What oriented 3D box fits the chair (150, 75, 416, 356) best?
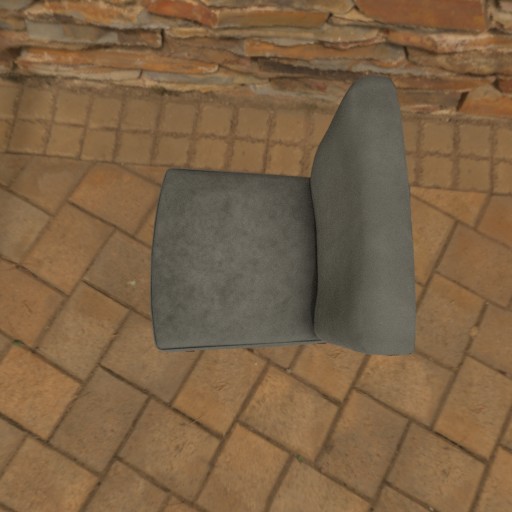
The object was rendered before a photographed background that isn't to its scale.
[{"bbox_3d":[0.000,0.000,1.164,0.554,0.806,0.521,0,76,0],"label":"chair"}]
